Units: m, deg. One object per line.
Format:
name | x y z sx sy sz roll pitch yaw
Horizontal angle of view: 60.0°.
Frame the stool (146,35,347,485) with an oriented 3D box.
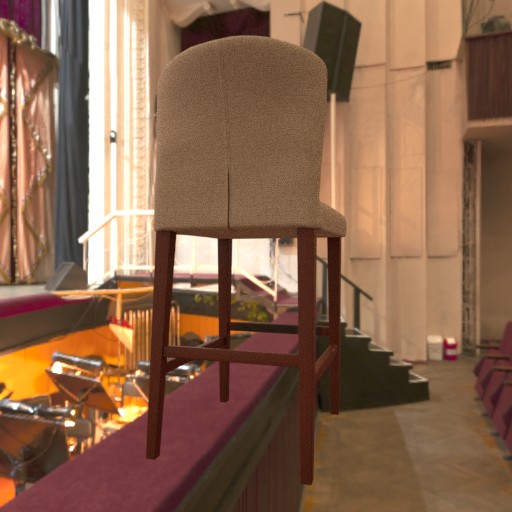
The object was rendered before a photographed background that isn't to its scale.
stool | 0.000 0.000 1.342 0.481 1.069 0.568 0 0 18
